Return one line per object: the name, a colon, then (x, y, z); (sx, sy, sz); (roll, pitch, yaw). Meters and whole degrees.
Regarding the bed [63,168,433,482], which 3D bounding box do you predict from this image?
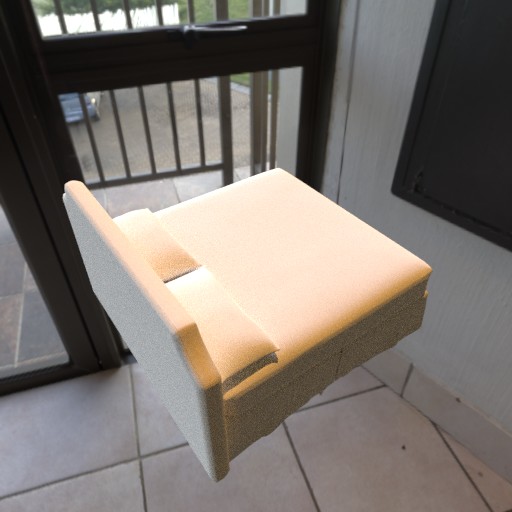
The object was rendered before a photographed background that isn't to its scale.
bed: (0.000, 0.000, 3.558); (2.204, 1.301, 2.160); (-25, 47, -26)
